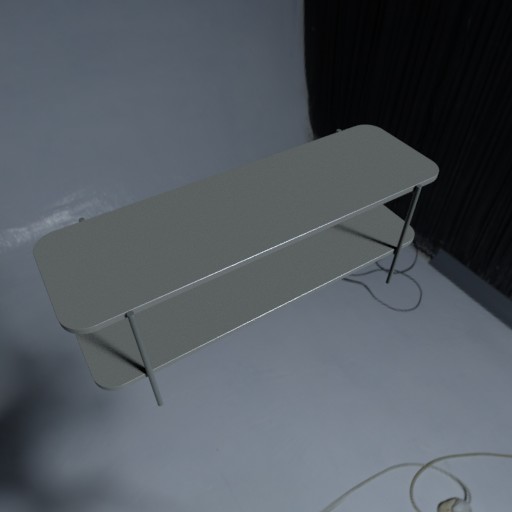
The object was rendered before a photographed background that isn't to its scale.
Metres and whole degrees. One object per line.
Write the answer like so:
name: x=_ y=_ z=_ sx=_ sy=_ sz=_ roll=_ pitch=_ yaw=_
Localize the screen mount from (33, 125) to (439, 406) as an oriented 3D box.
screen mount: x=0.000 y=0.000 z=1.451 sx=1.200 sy=0.447 sz=0.400 roll=-24 pitch=50 yaw=-21
